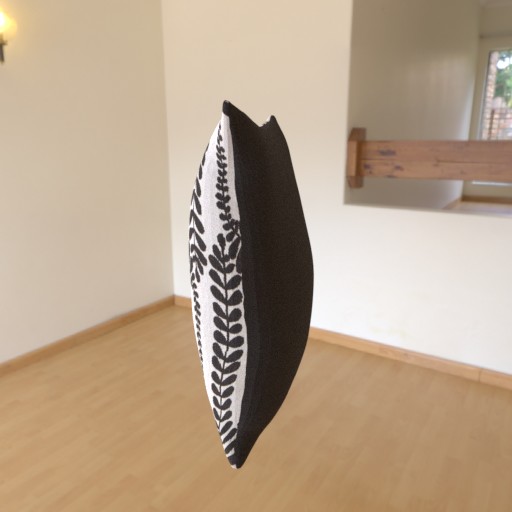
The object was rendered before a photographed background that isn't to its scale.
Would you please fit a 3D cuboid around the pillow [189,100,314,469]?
[{"bbox_3d":[0.000,0.000,0.693,0.182,0.441,0.440,2,15,8],"label":"pillow"}]
